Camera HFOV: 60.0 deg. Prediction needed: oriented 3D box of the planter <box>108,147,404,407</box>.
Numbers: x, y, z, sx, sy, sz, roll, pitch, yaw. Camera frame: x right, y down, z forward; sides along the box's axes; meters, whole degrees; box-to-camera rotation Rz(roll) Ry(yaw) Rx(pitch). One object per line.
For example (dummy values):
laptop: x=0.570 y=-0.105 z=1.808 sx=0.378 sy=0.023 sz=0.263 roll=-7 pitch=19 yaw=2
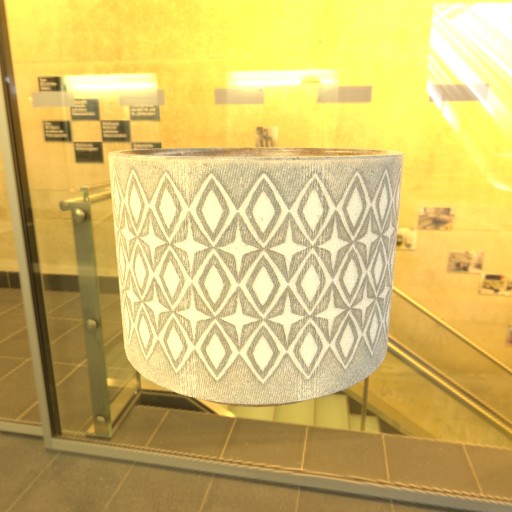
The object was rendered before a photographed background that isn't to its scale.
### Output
planter: x=0.000 y=0.000 z=0.312 sx=0.186 sy=0.144 sz=0.186 roll=0 pitch=15 yaw=0
